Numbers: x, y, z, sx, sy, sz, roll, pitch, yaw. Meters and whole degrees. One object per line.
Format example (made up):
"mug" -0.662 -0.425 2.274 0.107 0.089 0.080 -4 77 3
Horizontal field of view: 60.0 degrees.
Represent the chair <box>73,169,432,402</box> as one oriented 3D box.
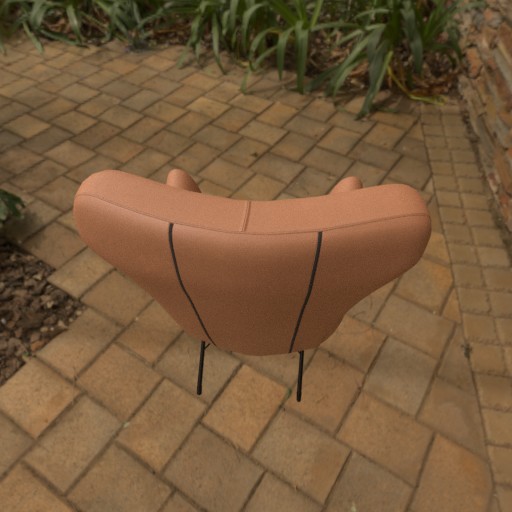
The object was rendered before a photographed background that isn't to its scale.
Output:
"chair" 0.000 0.000 1.739 0.980 1.050 0.900 3 45 3
